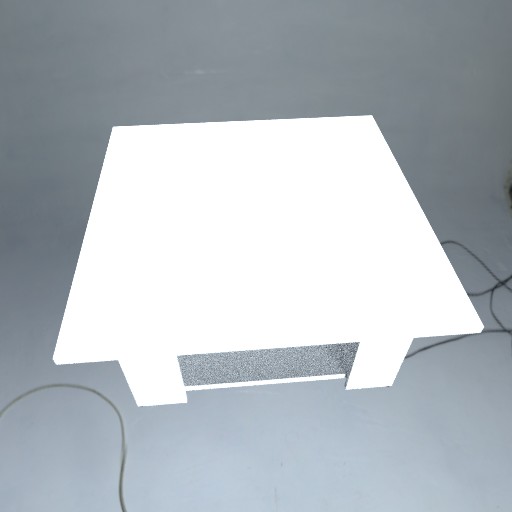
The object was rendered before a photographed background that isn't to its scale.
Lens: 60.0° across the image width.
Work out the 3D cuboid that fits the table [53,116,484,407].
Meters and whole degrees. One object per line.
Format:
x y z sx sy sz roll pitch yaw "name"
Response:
0.000 0.000 1.027 0.670 0.305 0.670 -4 46 -3 "table"
